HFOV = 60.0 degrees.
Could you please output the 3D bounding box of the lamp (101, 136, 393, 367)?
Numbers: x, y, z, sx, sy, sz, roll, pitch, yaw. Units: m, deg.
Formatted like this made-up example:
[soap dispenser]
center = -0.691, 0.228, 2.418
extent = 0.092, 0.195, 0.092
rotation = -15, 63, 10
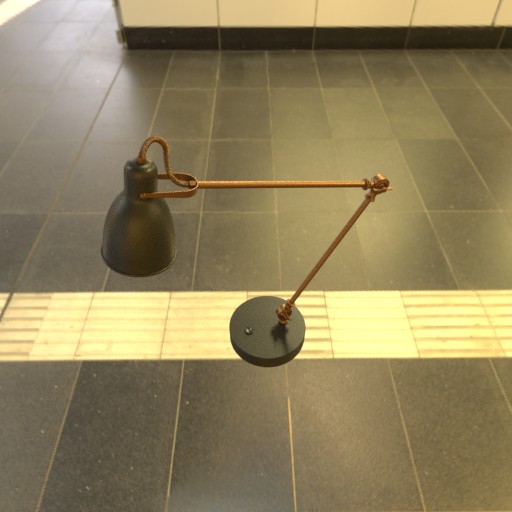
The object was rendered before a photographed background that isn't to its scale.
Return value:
[lamp]
center = 0.000, 0.000, 0.893
extent = 0.561, 0.587, 0.187
rotation = -15, 48, -14
